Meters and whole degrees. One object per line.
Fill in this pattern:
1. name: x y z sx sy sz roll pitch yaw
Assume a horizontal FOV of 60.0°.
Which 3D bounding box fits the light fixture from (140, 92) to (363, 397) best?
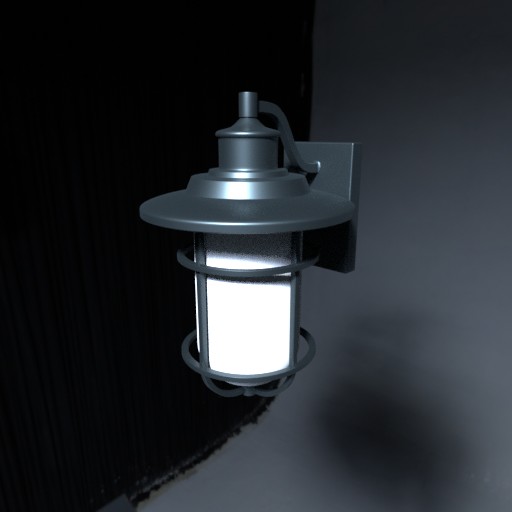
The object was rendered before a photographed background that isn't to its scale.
1. light fixture: 0.000 0.000 0.500 0.222 0.345 0.252 15 21 43
